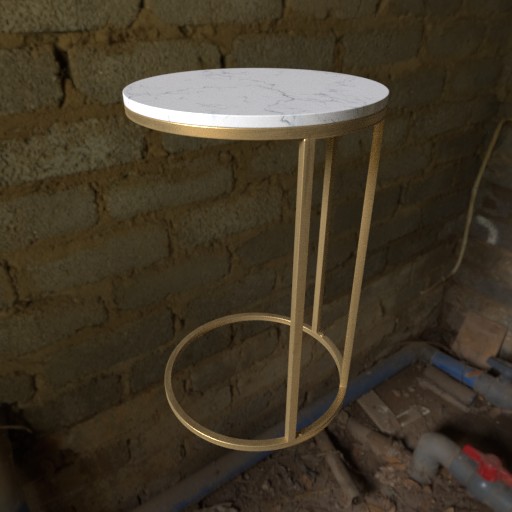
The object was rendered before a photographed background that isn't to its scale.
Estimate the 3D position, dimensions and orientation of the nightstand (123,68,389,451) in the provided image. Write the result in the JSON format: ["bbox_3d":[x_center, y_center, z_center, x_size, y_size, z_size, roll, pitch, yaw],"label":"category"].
[{"bbox_3d":[0.000,0.000,0.840,0.400,0.610,0.400,8,31,13],"label":"nightstand"}]
